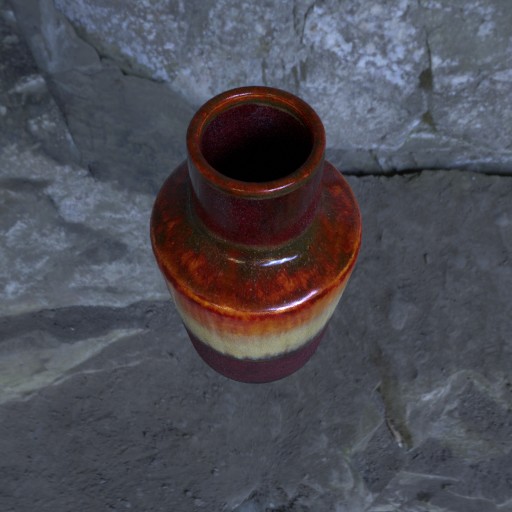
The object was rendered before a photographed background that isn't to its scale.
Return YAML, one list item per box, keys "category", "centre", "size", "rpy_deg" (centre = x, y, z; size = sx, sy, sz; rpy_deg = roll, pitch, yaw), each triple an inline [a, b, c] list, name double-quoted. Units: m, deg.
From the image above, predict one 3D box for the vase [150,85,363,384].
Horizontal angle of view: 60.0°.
- category: "vase"
  centre: [0.000, 0.000, 0.259]
  size: [0.108, 0.204, 0.108]
  rpy_deg: [0, 63, 0]
